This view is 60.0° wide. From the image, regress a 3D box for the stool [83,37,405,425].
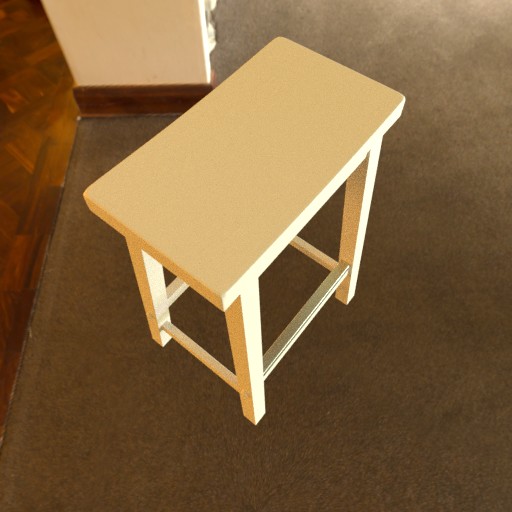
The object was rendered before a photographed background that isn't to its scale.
[{"bbox_3d":[0.000,0.000,0.851,0.322,0.610,0.406,35,66,18],"label":"stool"}]
